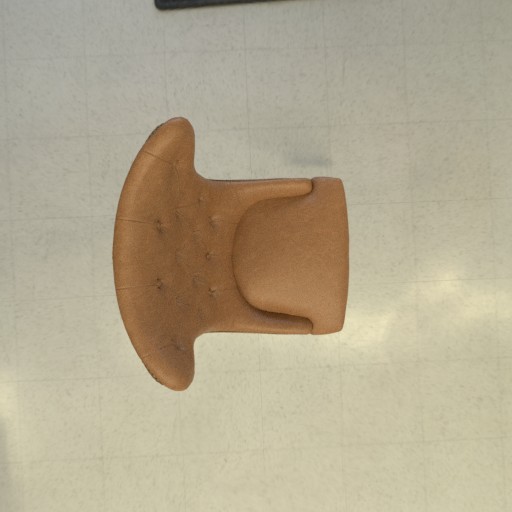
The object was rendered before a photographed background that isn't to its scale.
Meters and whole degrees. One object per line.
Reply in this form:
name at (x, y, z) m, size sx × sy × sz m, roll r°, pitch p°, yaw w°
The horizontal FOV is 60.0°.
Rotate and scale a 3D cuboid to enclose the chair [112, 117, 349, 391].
chair at (0.000, 0.000, 1.484) m, size 0.669 × 1.065 × 0.611 m, roll 0°, pitch 89°, yaw -1°
